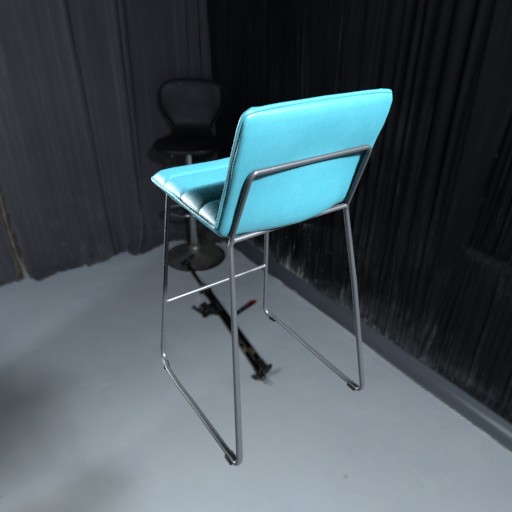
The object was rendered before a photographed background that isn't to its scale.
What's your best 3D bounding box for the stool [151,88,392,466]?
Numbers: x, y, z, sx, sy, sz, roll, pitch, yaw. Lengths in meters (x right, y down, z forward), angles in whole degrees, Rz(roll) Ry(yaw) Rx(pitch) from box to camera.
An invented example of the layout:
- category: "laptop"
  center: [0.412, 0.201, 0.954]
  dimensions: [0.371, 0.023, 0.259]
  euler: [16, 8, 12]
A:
- category: "stool"
  center: [0.000, 0.000, 1.253]
  dimensions: [0.489, 0.936, 0.524]
  euler: [-19, 35, -29]
